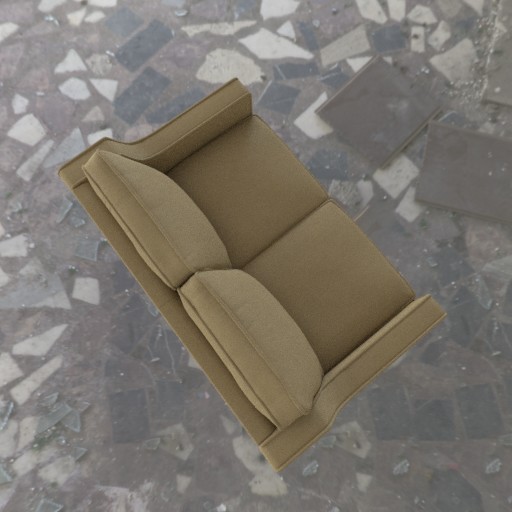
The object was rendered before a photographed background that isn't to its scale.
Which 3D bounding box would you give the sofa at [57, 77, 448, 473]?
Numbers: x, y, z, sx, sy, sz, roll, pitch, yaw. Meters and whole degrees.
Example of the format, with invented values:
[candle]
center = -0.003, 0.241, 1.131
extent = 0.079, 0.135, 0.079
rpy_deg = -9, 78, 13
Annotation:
[sofa]
center = 0.000, 0.000, 2.131
extent = 0.987, 0.971, 1.501
rpy_deg = -37, 79, -9
